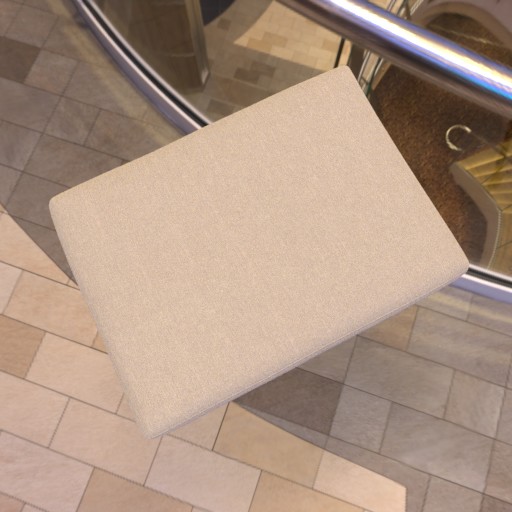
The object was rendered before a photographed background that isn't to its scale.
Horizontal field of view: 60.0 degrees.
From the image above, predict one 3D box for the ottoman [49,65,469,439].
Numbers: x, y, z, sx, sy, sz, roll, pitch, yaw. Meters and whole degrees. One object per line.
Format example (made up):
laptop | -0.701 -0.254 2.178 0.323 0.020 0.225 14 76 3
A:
ottoman | 0.000 0.000 1.143 0.771 0.500 0.569 -26 78 -6
